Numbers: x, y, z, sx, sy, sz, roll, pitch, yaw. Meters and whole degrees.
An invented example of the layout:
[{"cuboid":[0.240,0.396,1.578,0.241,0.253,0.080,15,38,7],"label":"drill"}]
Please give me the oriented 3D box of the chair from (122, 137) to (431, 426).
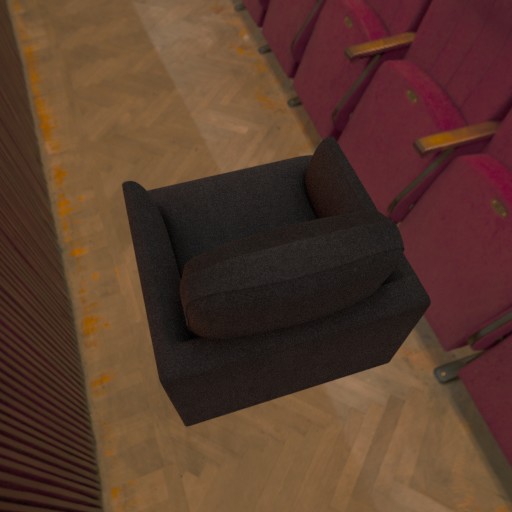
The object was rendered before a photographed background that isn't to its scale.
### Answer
[{"cuboid":[0.000,0.000,1.647,0.858,0.957,0.899,-15,58,-9],"label":"chair"}]
